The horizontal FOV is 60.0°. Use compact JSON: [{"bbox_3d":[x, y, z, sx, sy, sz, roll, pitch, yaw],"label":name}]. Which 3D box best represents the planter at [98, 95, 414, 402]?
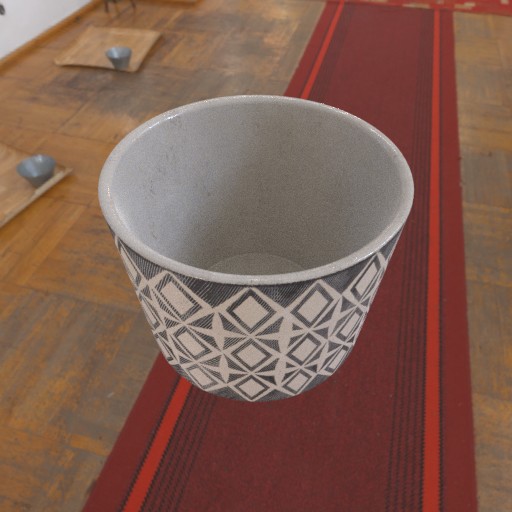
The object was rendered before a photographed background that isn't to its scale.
[{"bbox_3d":[0.000,0.000,0.454,0.260,0.220,0.260,0,46,0],"label":"planter"}]
